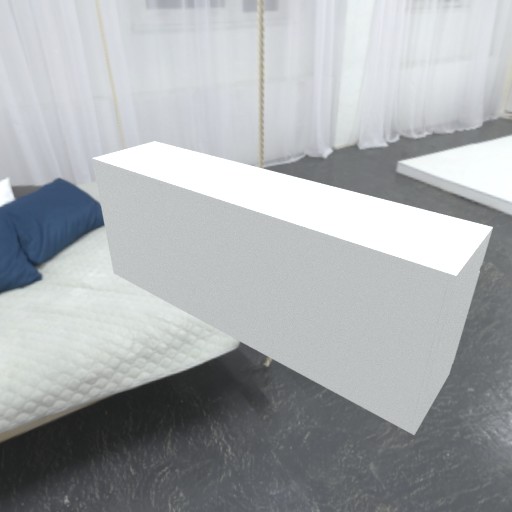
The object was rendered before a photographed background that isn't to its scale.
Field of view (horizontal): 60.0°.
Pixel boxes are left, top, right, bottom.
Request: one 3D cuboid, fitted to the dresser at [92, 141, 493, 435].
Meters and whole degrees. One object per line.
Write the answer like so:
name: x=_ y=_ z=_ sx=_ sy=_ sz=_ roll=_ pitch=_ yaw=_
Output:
dresser: x=0.000 y=0.000 z=2.534 sx=2.200 sy=0.840 sz=0.500 roll=21 pitch=36 yaw=33
